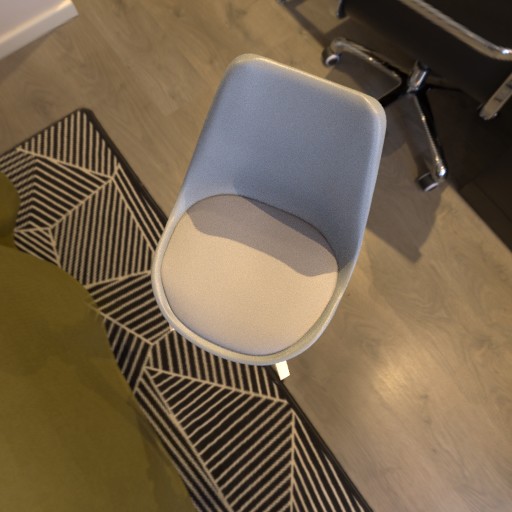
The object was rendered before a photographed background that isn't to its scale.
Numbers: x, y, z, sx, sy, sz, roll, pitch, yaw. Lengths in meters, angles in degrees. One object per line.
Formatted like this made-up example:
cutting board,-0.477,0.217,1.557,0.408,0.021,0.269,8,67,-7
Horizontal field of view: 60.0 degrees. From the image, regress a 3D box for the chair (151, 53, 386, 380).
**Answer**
chair,0.000,0.000,1.169,0.485,0.850,0.550,23,77,6
